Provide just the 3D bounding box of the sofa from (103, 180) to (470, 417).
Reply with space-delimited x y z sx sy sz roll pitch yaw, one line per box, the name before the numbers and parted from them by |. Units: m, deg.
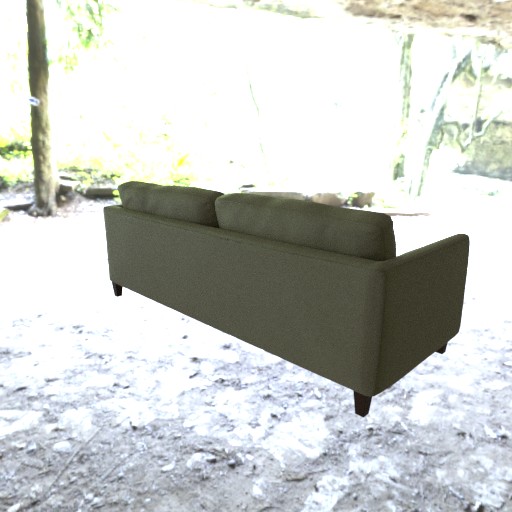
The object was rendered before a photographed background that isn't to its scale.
sofa | 0.000 0.000 2.951 2.404 0.912 0.988 14 20 43
